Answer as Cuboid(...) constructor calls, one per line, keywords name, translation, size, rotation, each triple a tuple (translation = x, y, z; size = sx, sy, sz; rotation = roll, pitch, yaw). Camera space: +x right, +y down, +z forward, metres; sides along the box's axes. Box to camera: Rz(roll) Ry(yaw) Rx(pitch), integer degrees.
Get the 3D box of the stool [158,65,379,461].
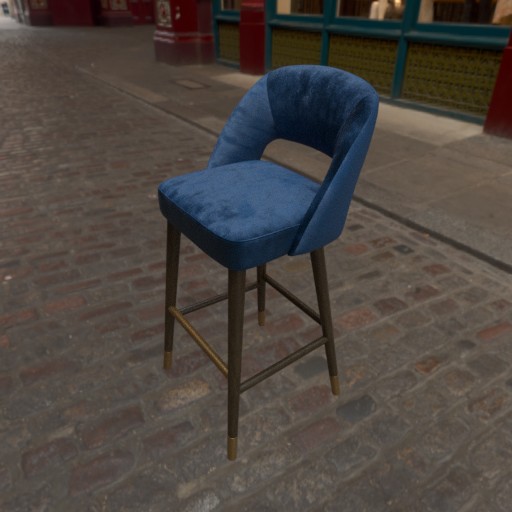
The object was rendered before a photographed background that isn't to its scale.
Cuboid(name="stool", translation=(0.000, 0.000, 1.330), size=(0.515, 1.016, 0.514), rotation=(-20, 37, -29))
